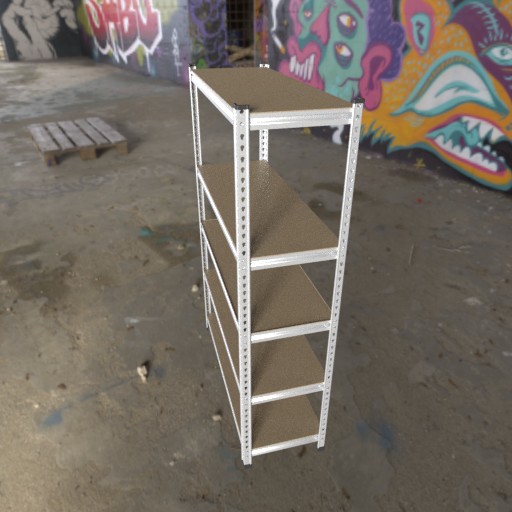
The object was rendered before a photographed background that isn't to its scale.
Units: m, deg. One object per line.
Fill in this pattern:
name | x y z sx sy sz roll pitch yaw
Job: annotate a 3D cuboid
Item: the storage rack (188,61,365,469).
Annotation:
storage rack | 0.000 0.000 2.424 0.457 1.829 1.219 -7 30 -13
